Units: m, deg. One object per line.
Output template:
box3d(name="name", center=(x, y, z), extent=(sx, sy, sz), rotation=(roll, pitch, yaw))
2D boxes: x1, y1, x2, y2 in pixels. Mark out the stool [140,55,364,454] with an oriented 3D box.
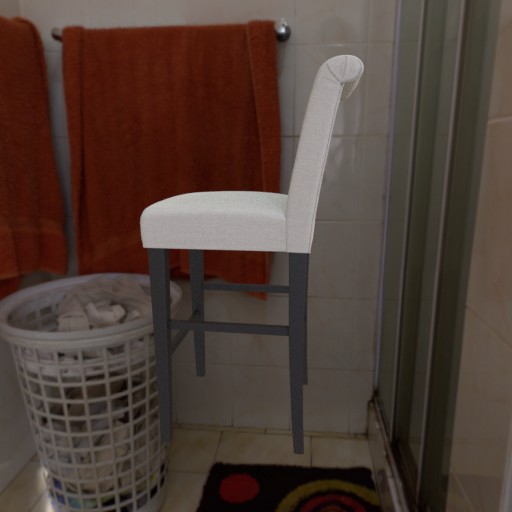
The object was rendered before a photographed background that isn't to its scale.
box3d(name="stool", center=(0.000, 0.000, 1.447), extent=(0.597, 1.124, 0.452), rotation=(2, 14, 8))
